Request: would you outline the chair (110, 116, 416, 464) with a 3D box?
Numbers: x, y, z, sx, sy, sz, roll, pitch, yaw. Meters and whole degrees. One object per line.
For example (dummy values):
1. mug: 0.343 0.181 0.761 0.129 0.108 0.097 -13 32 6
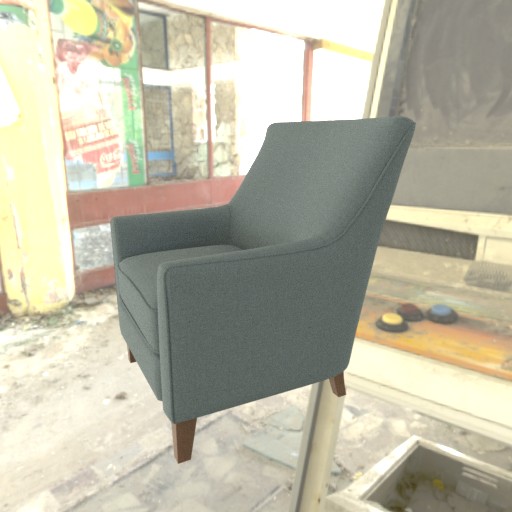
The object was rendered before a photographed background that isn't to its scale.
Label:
1. chair: 0.000 0.000 1.542 0.879 0.916 0.756 -8 17 -26
